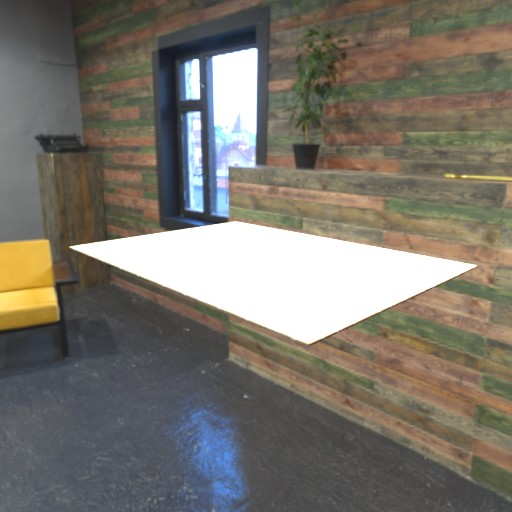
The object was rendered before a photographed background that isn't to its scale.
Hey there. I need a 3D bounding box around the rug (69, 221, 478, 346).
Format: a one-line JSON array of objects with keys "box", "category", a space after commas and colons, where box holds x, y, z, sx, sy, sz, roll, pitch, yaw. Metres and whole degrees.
[{"box": [0.000, 0.000, 2.802, 1.524, 0.010, 2.134, -13, 19, -42], "category": "rug"}]
